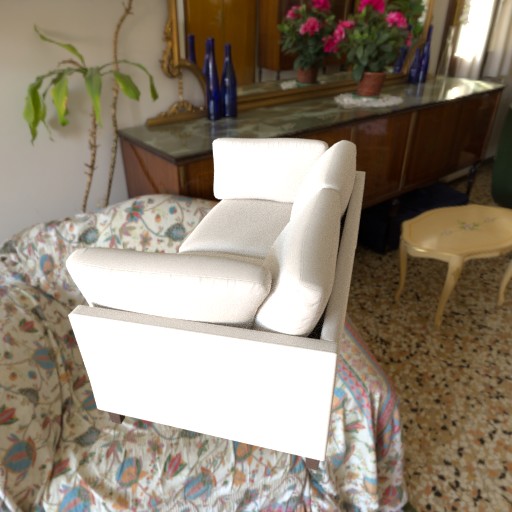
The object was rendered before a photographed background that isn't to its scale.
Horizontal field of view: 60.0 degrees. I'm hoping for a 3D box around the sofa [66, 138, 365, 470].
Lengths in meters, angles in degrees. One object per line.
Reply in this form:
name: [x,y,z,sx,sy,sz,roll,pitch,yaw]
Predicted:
sofa: [0.000,0.000,2.270,0.970,0.836,1.776,8,31,13]
